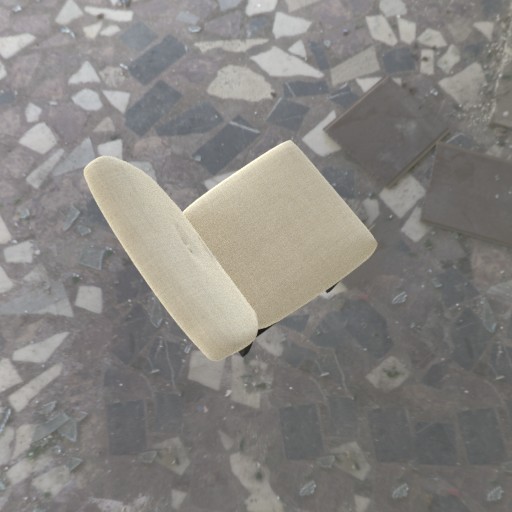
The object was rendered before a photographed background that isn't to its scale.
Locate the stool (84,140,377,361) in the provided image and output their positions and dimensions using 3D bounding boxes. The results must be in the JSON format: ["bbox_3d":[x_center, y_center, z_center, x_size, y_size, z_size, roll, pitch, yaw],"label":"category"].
[{"bbox_3d":[0.000,0.000,1.468,0.603,1.124,0.516,-35,77,-9],"label":"stool"}]
